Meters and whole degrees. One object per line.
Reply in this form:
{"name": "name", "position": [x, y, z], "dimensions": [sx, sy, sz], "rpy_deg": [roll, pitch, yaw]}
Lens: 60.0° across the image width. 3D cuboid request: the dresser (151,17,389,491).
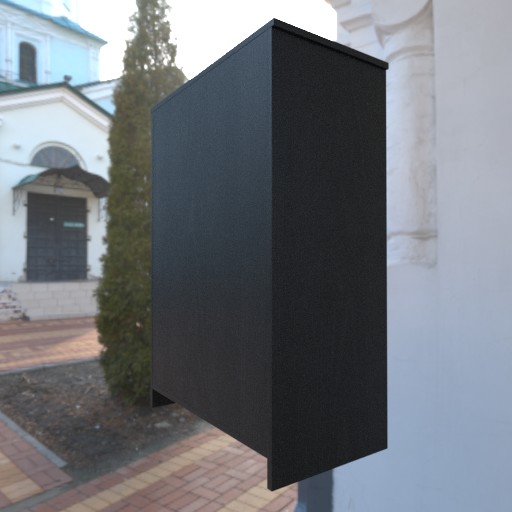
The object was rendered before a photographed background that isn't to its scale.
{"name": "dresser", "position": [0.000, 0.000, 1.348], "dimensions": [0.398, 1.020, 0.700], "rpy_deg": [1, -1, -35]}
